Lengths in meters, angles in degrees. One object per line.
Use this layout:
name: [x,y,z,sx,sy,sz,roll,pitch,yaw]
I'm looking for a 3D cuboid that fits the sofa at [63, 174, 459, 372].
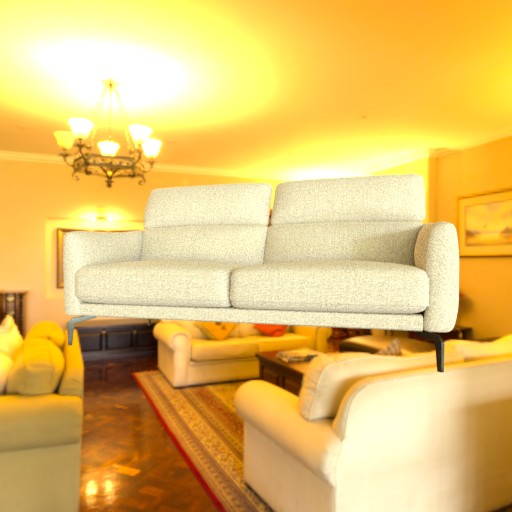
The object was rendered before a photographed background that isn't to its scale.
sofa: [0.000,0.000,2.462,2.015,0.956,0.856,0,-1,18]
